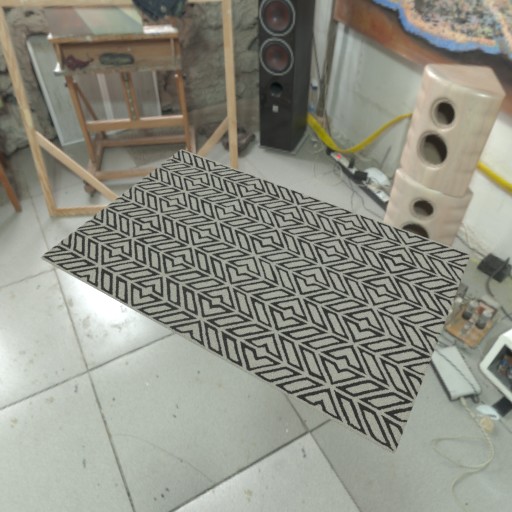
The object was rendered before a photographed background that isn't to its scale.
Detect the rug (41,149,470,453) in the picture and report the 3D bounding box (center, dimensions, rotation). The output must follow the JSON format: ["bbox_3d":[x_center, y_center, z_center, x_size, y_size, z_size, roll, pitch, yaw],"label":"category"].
[{"bbox_3d":[0.000,0.000,2.955,2.438,0.008,1.523,24,51,21],"label":"rug"}]
